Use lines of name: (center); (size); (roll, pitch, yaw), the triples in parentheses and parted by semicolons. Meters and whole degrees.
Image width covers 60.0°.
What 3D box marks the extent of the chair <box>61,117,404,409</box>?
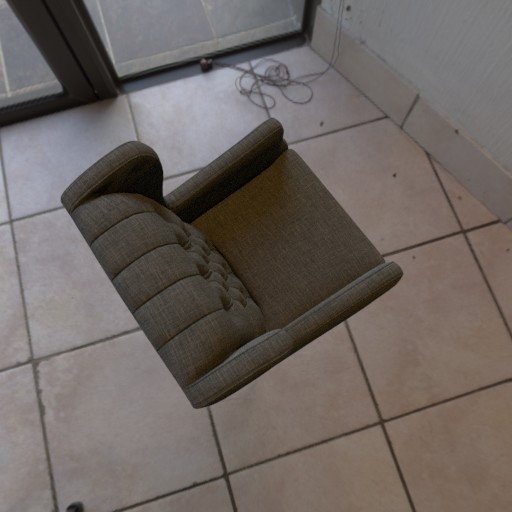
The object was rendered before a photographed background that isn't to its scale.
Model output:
chair: (0.000, 0.000, 1.511); (0.775, 0.953, 0.711); (-35, 77, -9)
